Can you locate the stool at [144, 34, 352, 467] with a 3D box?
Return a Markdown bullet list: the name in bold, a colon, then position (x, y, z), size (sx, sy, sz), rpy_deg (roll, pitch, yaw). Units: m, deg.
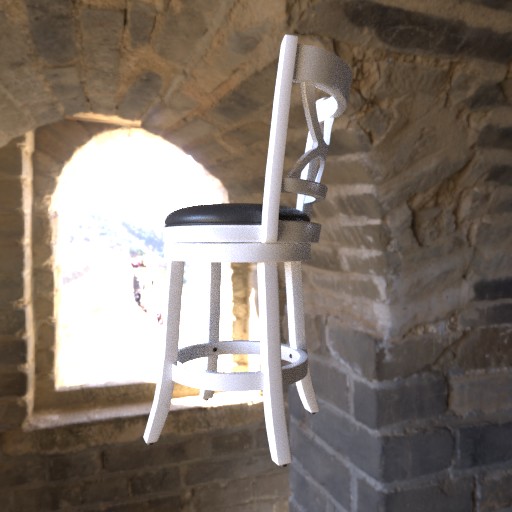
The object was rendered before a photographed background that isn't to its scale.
- **stool**: position (0.000, 0.000, 1.206), size (0.508, 0.953, 0.444), rpy_deg (0, 1, 19)
